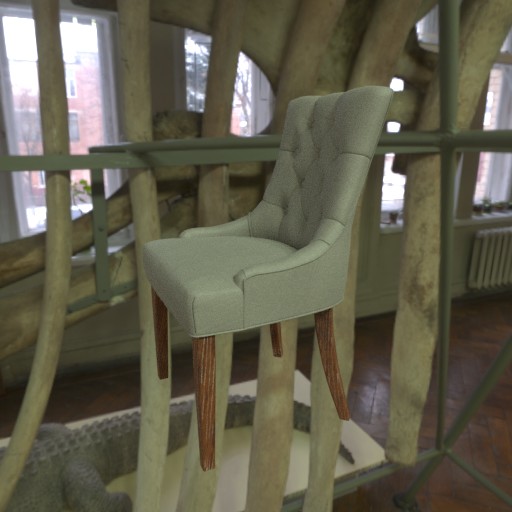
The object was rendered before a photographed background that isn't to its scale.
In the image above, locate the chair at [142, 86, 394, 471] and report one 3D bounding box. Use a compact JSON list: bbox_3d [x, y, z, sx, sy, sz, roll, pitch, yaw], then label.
[{"bbox_3d":[0.000,0.000,1.226,0.565,0.874,0.509,-7,16,-24],"label":"chair"}]
